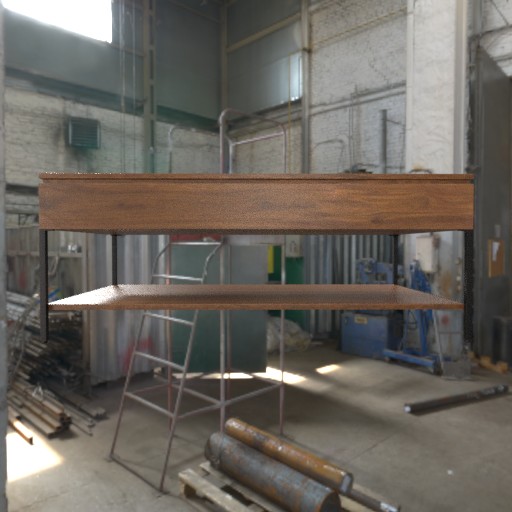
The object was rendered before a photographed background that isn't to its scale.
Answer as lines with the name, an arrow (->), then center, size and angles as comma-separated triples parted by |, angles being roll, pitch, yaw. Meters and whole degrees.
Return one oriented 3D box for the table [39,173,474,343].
table -> 0.000, 0.000, 1.367 | 1.057, 0.414, 0.574 | 0, 1, -1
